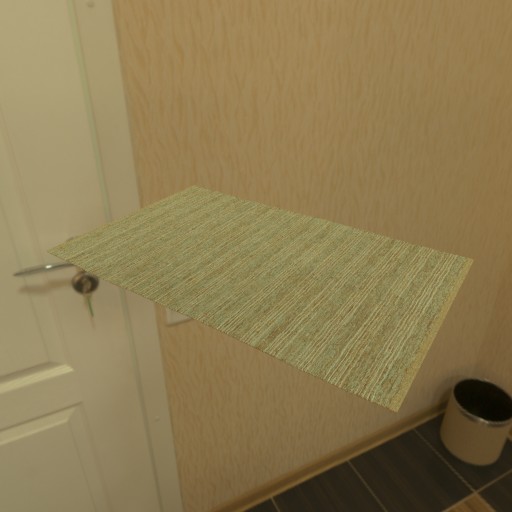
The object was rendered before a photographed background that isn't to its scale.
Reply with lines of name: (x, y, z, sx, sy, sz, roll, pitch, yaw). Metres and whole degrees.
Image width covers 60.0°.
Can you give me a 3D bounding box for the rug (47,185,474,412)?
rug: (0.000, 0.000, 2.983, 2.448, 0.012, 1.540, 19, 35, 29)
